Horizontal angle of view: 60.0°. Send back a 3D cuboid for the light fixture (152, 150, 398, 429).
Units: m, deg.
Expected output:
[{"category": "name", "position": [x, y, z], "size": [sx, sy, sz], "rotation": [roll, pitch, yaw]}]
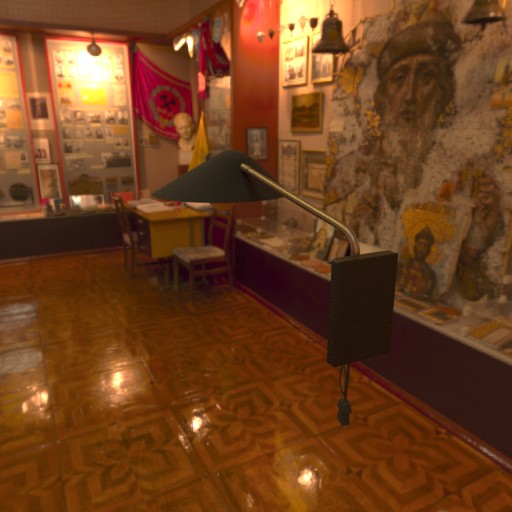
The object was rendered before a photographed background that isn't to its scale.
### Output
[{"category": "light fixture", "position": [0.000, 0.000, 0.683], "size": [0.240, 0.312, 0.516], "rotation": [-7, 17, -25]}]
